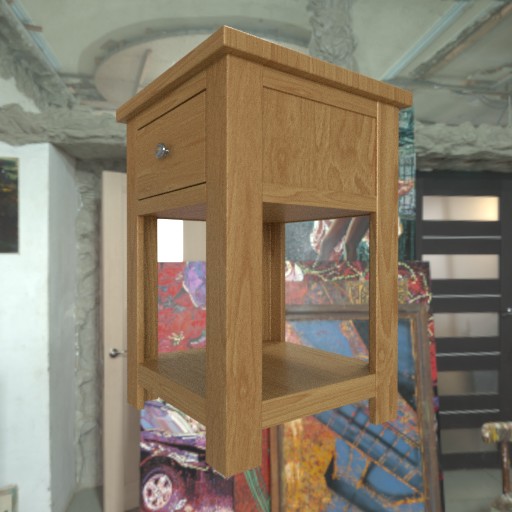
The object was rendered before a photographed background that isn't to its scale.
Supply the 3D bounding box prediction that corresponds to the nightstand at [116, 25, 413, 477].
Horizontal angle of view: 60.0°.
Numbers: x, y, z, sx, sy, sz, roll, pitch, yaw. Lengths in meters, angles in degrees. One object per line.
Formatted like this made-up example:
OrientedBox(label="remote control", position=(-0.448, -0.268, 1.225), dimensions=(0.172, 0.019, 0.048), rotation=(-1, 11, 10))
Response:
OrientedBox(label="nightstand", position=(0.000, 0.000, 0.881), dimensions=(0.418, 0.614, 0.428), rotation=(0, 0, -36))
